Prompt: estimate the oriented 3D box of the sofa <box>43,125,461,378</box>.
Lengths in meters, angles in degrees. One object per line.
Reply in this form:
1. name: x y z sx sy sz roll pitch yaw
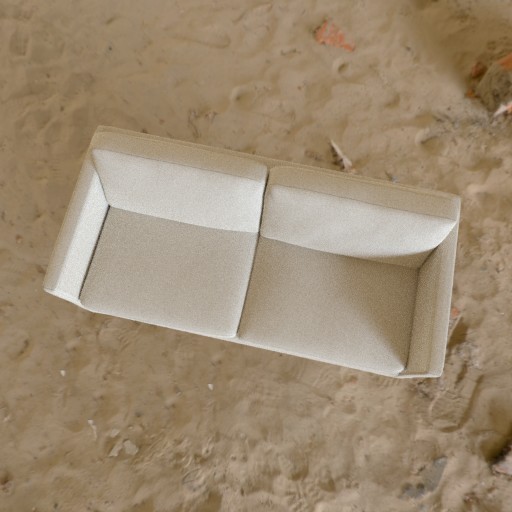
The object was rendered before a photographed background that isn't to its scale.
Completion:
1. sofa: 0.000 0.000 2.460 1.981 0.889 0.965 12 75 3
